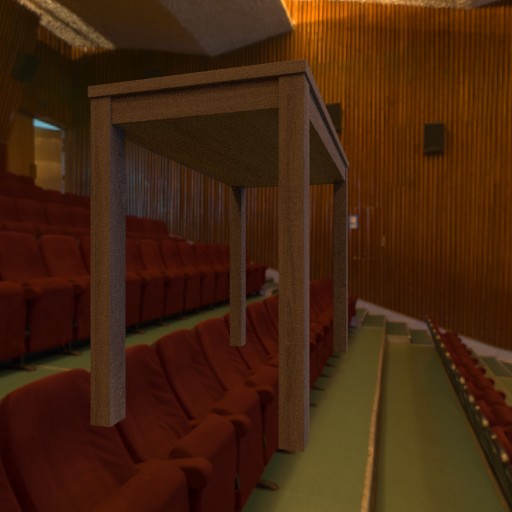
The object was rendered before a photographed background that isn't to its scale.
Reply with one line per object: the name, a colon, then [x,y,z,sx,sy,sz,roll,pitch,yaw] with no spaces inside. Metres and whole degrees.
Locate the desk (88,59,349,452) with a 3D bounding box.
desk: [0.000,0.000,1.401,0.495,0.762,0.991,0,0,17]
